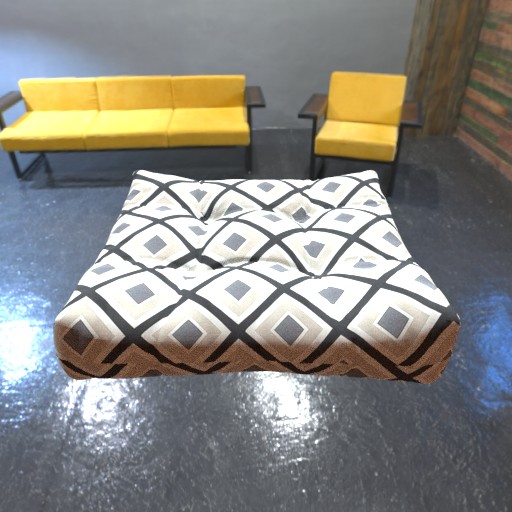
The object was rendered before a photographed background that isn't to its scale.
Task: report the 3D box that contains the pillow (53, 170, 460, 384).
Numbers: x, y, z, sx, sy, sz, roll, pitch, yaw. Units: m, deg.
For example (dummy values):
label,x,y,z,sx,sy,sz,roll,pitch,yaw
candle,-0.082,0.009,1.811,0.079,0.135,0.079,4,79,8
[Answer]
label,x,y,z,sx,sy,sz,roll,pitch,yaw
pillow,0.000,0.000,0.714,0.490,0.128,0.468,0,33,0
